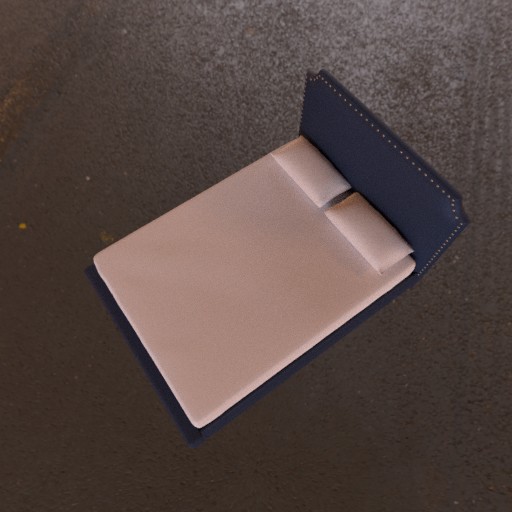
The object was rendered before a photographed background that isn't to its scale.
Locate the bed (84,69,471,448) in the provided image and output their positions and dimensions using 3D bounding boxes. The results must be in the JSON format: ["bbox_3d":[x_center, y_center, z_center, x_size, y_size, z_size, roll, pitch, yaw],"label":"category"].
[{"bbox_3d":[0.000,0.000,3.481,2.372,1.443,1.712,-33,69,-15],"label":"bed"}]
